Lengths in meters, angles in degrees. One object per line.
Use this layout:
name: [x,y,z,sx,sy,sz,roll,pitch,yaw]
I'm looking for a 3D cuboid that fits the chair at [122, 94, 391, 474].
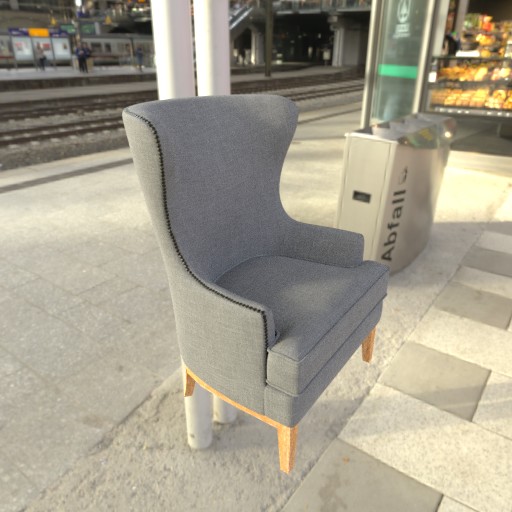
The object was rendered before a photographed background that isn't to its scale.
chair: [0.000,0.000,1.810,0.883,1.176,0.864,16,29,31]
